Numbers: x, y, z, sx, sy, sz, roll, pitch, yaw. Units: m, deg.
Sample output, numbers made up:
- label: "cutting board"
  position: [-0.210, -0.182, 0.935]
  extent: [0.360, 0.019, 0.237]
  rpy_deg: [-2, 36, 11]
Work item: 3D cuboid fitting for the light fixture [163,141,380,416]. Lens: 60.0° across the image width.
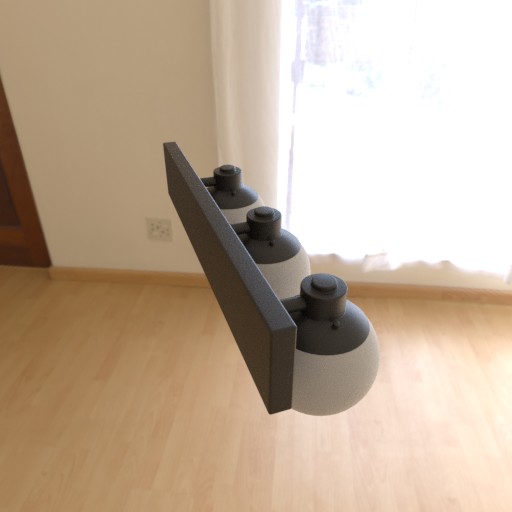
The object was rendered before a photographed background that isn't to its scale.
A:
- label: "light fixture"
  position: [0.000, 0.000, 0.861]
  extent: [0.218, 0.263, 0.721]
  rpy_deg: [-10, 33, -16]
